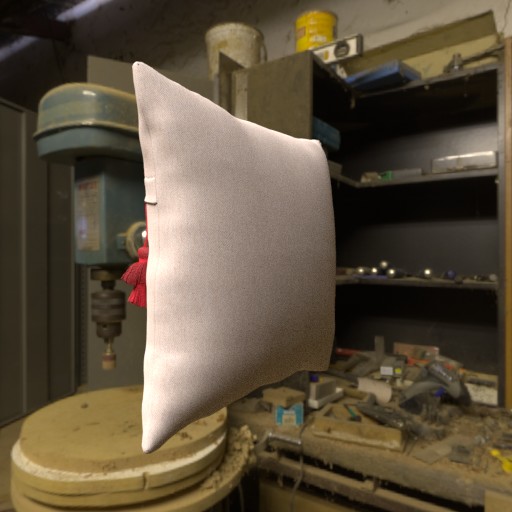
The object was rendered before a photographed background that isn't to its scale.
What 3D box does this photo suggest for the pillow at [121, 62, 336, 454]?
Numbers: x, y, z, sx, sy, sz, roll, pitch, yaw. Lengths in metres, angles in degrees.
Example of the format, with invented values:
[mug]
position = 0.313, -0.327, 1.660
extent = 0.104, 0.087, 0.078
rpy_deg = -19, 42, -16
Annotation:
[pillow]
position = 0.000, 0.000, 0.664
extent = 0.173, 0.436, 0.433
rpy_deg = 0, 0, 36
